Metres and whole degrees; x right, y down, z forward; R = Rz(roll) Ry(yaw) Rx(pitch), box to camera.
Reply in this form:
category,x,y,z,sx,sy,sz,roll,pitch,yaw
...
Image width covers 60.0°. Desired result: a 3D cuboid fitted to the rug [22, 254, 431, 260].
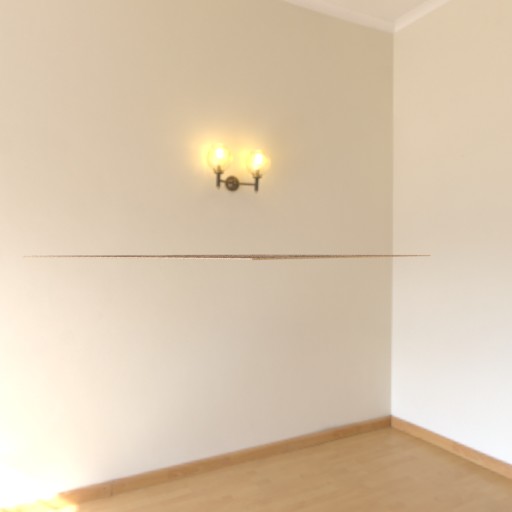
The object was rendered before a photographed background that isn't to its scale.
category,x,y,z,sx,sy,sz,roll,pitch,yaw
rug,0.000,0.000,2.898,1.611,0.008,2.227,0,1,36
